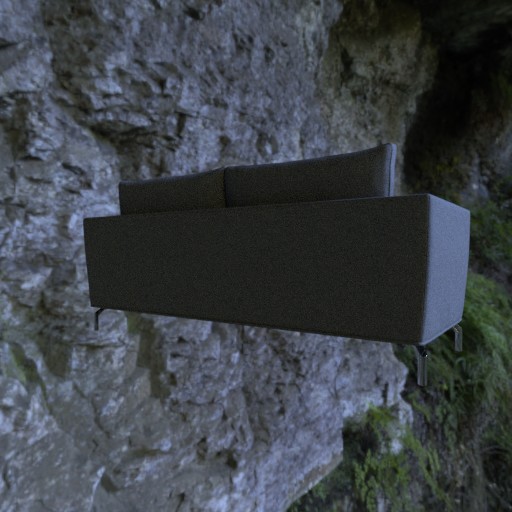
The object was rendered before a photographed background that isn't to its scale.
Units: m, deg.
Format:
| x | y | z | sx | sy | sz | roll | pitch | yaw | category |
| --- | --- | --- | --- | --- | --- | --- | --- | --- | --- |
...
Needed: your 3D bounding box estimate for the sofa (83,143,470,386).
| x | y | z | sx | sy | sz | roll | pitch | yaw | category |
| --- | --- | --- | --- | --- | --- | --- | --- | --- | --- |
| 0.000 | 0.000 | 2.651 | 2.212 | 1.002 | 0.869 | 1 | 1 | 35 | sofa |
